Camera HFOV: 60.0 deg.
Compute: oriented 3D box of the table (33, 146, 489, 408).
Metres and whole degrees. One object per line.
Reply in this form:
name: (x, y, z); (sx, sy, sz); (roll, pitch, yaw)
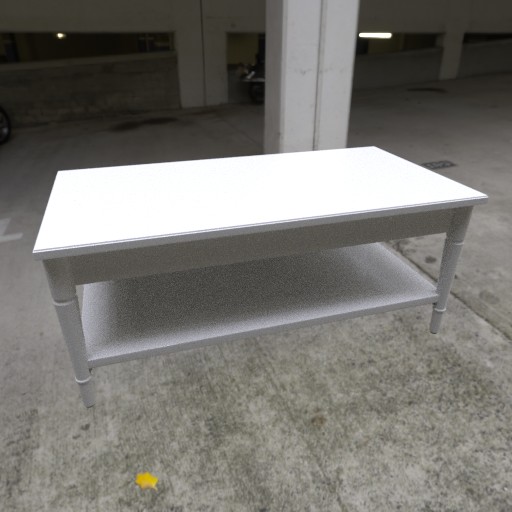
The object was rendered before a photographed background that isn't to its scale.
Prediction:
table: (0.000, 0.000, 1.327); (1.067, 0.457, 0.559); (-8, 28, -15)
